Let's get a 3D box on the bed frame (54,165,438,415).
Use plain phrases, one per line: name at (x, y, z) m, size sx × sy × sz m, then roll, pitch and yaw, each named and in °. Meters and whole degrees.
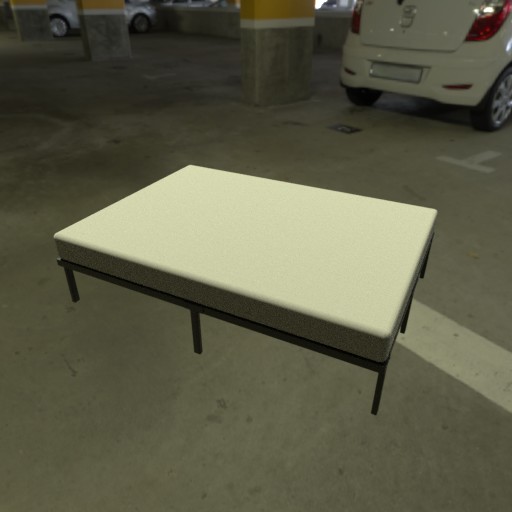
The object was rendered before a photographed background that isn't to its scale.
bed frame at (0.000, 0.000, 3.816) m, size 2.842 × 0.680 × 2.205 m, roll 19°, pitch 35°, yaw 29°
